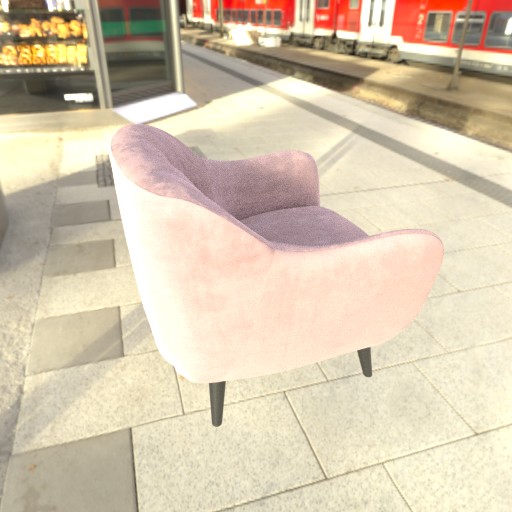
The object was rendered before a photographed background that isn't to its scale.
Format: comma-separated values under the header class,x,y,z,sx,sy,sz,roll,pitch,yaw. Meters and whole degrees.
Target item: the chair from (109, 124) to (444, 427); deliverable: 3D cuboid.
class,x,y,z,sx,sy,sz,roll,pitch,yaw
chair,0.000,0.000,1.477,0.820,0.820,0.840,-10,31,-17
